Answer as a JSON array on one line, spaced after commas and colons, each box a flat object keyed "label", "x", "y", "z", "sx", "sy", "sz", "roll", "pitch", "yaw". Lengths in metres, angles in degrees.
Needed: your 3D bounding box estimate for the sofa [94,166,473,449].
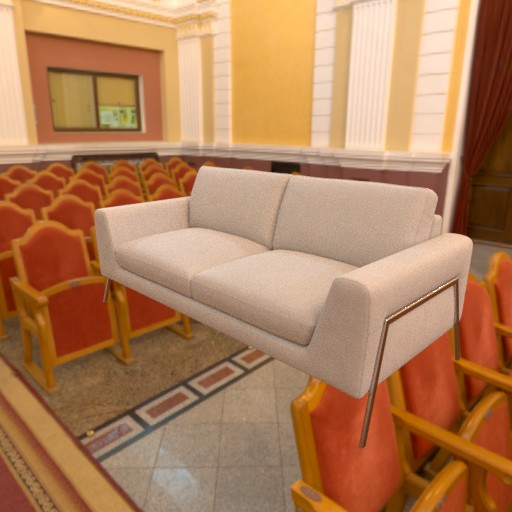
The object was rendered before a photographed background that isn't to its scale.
[{"label": "sofa", "x": 0.000, "y": 0.000, "z": 2.507, "sx": 2.017, "sy": 0.875, "sz": 0.953, "roll": 16, "pitch": 23, "yaw": 42}]
